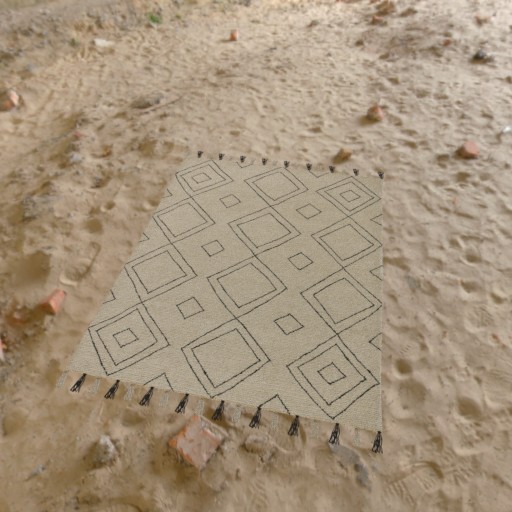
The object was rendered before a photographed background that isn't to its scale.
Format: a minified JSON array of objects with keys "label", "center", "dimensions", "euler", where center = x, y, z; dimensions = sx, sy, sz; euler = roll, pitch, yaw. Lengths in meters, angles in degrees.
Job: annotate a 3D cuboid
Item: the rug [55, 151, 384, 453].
[{"label":"rug","center":[0.000,0.000,4.157],"dimensions":[2.342,0.026,3.221],"euler":[8,46,8]}]
